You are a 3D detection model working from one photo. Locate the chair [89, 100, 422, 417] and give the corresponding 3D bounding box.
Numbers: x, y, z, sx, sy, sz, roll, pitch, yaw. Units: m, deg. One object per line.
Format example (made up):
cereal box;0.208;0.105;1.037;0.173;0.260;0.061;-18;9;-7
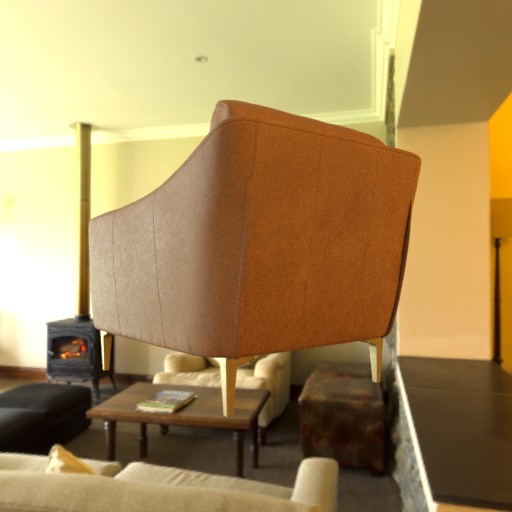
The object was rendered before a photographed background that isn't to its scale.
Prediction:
chair;0.000;0.000;1.658;0.988;0.895;0.963;1;-1;-35
